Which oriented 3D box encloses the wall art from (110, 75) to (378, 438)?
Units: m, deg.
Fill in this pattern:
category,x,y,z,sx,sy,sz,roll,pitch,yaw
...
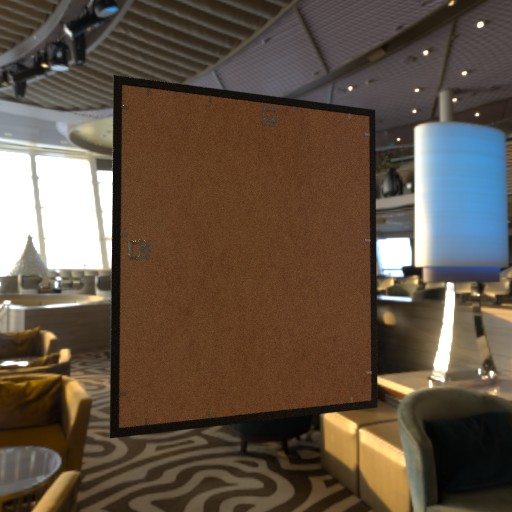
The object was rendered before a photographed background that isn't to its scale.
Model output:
category,x,y,z,sx,sy,sz,roll,pitch,yaw
wall art,0.000,0.000,0.901,0.559,0.660,0.018,1,-2,-19
